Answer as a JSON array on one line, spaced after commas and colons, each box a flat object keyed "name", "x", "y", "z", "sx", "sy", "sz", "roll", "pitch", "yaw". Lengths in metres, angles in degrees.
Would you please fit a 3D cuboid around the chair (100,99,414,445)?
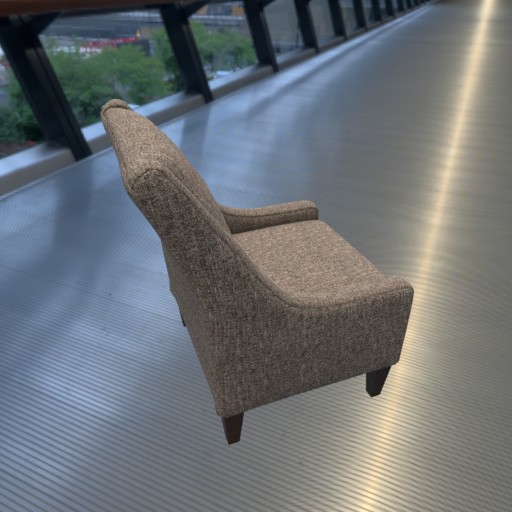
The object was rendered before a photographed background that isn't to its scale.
[{"name": "chair", "x": 0.000, "y": 0.000, "z": 1.604, "sx": 0.870, "sy": 1.014, "sz": 0.774, "roll": -11, "pitch": 33, "yaw": -18}]
